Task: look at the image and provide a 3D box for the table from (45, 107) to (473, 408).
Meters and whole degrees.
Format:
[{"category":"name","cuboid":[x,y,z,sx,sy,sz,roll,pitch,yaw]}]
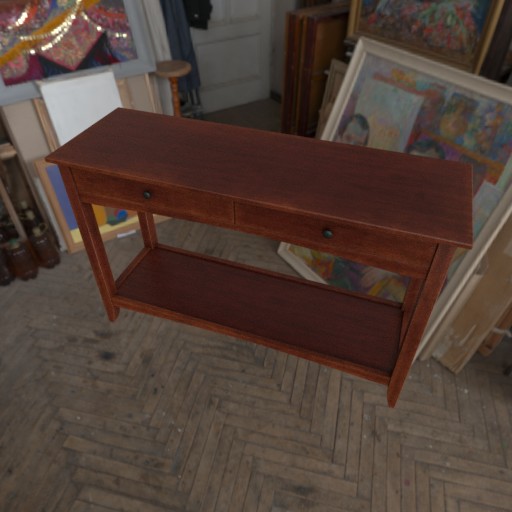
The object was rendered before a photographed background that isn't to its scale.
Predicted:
[{"category":"table","cuboid":[0.000,0.000,1.534,1.188,0.739,0.392,13,43,15]}]
